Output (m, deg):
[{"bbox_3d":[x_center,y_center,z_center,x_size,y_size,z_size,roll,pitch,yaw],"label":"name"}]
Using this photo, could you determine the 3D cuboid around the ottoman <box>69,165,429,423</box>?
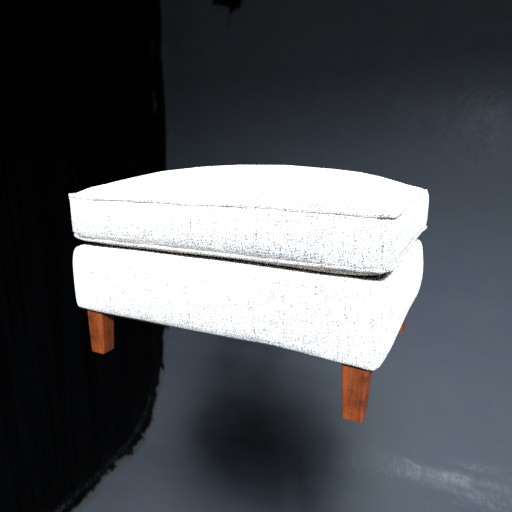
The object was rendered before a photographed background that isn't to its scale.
[{"bbox_3d":[0.000,0.000,1.008,0.686,0.406,0.508,7,15,26],"label":"ottoman"}]
